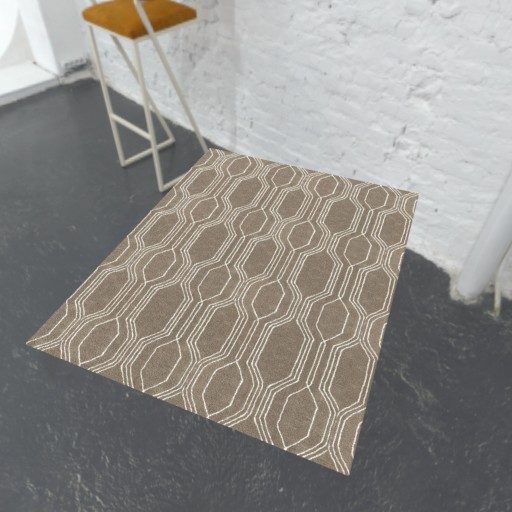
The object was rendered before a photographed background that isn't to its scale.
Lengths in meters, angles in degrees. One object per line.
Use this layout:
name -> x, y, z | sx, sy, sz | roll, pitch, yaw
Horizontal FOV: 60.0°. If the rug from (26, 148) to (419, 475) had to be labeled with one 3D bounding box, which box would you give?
rug -> 0.000, 0.000, 3.989 | 2.457, 0.012, 3.062 | 16, 46, 16
